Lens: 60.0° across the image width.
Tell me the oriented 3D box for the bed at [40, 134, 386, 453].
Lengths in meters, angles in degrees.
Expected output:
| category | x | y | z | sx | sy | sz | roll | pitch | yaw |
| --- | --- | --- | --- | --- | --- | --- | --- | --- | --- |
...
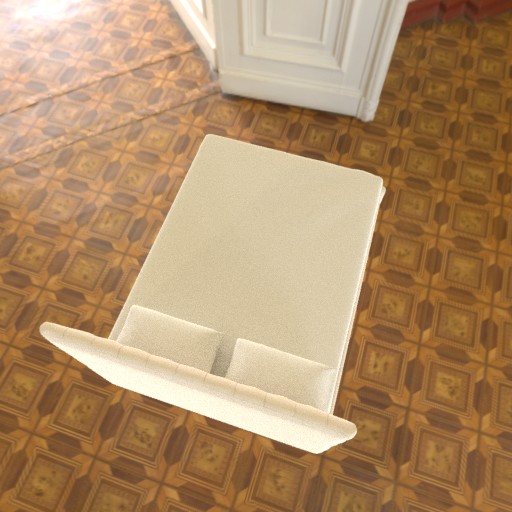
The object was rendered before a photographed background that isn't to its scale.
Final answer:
| category | x | y | z | sx | sy | sz | roll | pitch | yaw |
| --- | --- | --- | --- | --- | --- | --- | --- | --- | --- |
| bed | 0.000 | 0.000 | 3.275 | 1.696 | 1.426 | 2.233 | 16 | 65 | 8 |
